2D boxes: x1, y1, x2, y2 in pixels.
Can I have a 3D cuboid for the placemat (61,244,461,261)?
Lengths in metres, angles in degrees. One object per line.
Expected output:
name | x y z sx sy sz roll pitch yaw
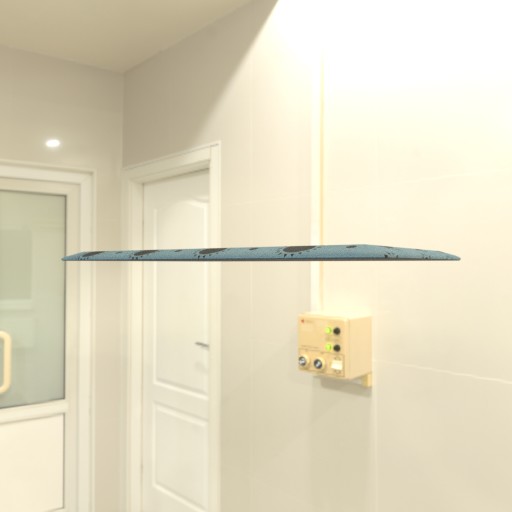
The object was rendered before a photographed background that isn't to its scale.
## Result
placemat | 0.000 0.000 0.989 0.762 0.021 0.508 -1 -1 36
